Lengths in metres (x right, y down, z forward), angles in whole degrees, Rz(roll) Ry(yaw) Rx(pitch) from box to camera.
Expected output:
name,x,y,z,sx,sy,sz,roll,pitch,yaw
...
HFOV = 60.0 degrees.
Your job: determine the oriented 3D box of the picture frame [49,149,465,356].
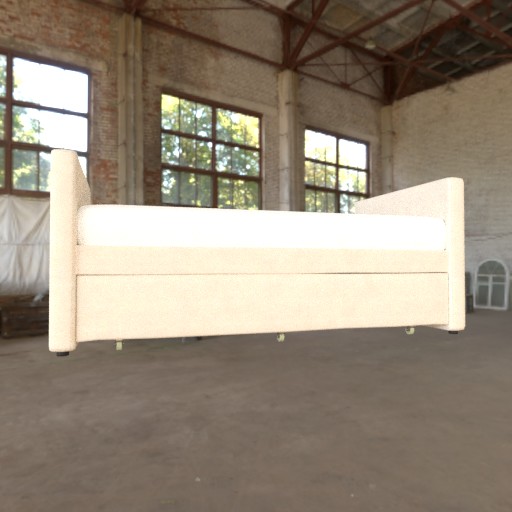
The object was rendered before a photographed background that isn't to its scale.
name,x,y,z,sx,sy,sz,roll,pitch,yaw
picture frame,0.000,0.000,2.697,2.161,0.891,1.069,0,-1,-17
